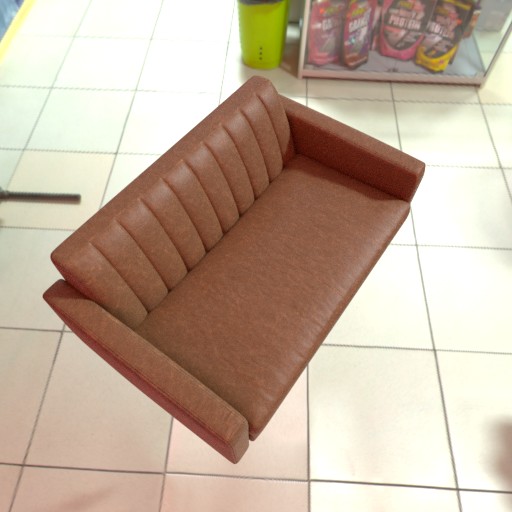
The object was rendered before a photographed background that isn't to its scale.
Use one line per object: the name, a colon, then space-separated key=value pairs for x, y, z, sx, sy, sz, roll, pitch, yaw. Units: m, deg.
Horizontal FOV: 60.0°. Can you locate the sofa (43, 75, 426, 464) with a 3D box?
sofa: x=0.000 y=0.000 z=2.087 sx=0.960 sy=0.820 sz=1.549 roll=32 pitch=64 yaw=18
